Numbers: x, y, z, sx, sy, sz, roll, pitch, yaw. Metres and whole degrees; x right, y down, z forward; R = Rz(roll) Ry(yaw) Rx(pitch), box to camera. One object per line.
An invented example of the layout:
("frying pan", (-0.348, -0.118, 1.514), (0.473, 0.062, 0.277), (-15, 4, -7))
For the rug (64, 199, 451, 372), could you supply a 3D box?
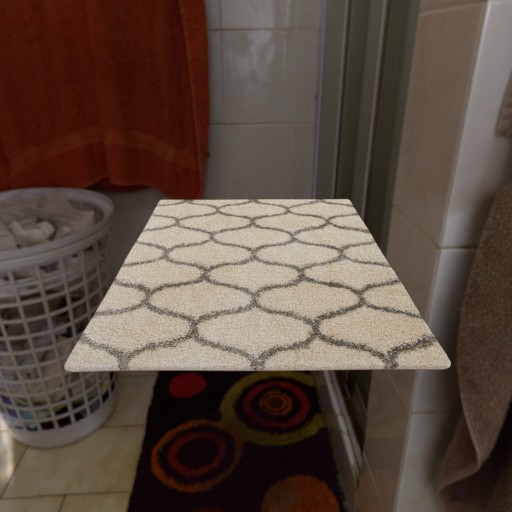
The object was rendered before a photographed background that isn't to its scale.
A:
("rug", (0.000, 0.000, 2.081), (1.200, 0.025, 1.600), (0, 26, 0))
